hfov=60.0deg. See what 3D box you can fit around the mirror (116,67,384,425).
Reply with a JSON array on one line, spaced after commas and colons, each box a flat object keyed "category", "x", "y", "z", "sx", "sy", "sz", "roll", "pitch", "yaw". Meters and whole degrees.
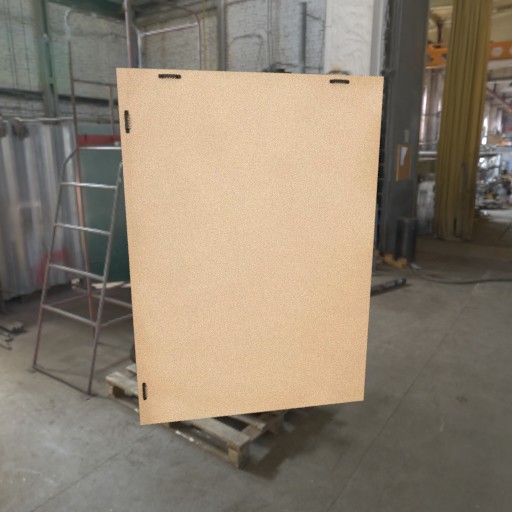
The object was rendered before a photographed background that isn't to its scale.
[{"category": "mirror", "x": 0.000, "y": 0.000, "z": 0.922, "sx": 0.507, "sy": 0.710, "sz": 0.040, "roll": -3, "pitch": 14, "yaw": -11}]
